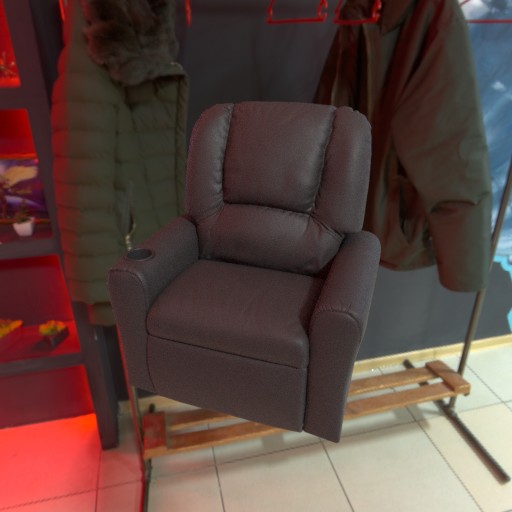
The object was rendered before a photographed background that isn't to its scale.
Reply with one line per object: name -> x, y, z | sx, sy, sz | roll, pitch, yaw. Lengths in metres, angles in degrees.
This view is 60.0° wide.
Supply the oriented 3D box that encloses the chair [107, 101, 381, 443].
chair -> 0.000, 0.000, 1.151 | 0.610, 0.709, 0.521 | 9, 28, 17
